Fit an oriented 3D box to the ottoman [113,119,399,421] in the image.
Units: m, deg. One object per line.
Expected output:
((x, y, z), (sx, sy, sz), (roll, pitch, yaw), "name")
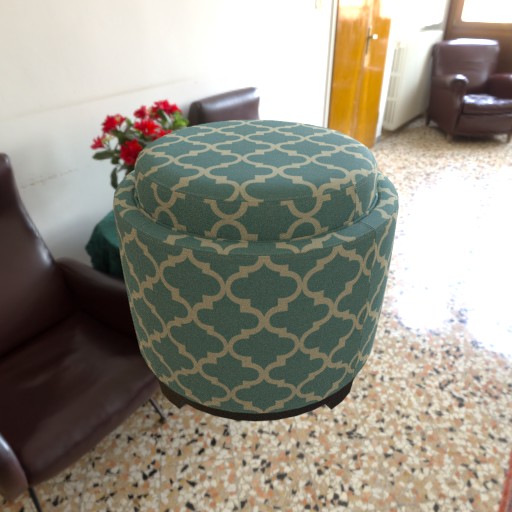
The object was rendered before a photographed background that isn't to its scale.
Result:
((0.000, 0.000, 0.832), (0.480, 0.429, 0.480), (0, 32, 0), "ottoman")
